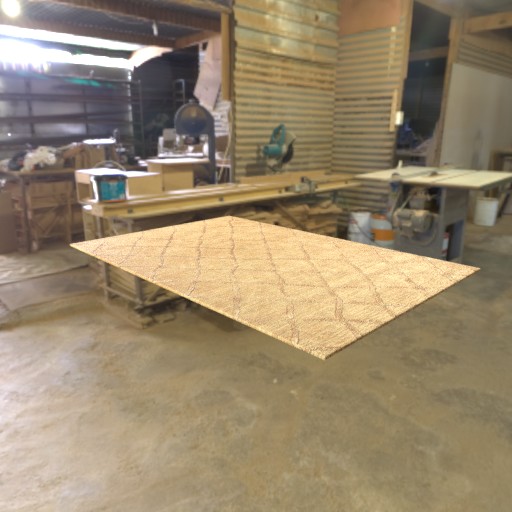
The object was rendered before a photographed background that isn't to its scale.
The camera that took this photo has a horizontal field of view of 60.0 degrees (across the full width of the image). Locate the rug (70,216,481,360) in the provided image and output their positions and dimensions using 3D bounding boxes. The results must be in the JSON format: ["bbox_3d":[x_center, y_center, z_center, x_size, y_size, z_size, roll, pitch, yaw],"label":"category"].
[{"bbox_3d":[0.000,0.000,2.928,1.528,0.014,2.292,-15,22,-42],"label":"rug"}]
